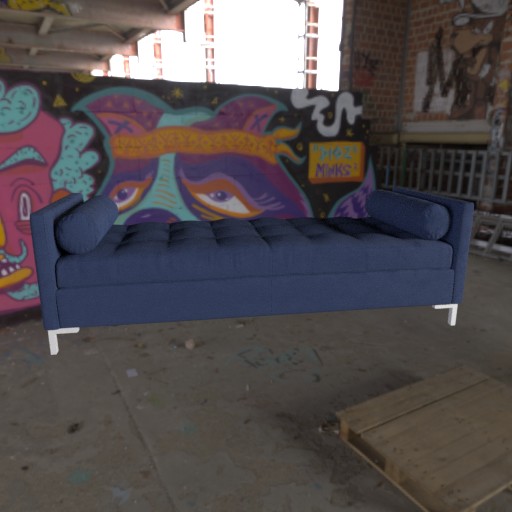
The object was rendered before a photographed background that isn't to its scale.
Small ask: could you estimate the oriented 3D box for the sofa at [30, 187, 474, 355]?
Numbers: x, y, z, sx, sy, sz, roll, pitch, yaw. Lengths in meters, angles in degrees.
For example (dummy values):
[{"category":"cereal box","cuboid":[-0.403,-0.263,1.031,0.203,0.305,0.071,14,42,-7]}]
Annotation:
[{"category":"sofa","cuboid":[0.000,0.000,2.476,2.102,0.657,0.797,-2,15,-9]}]
